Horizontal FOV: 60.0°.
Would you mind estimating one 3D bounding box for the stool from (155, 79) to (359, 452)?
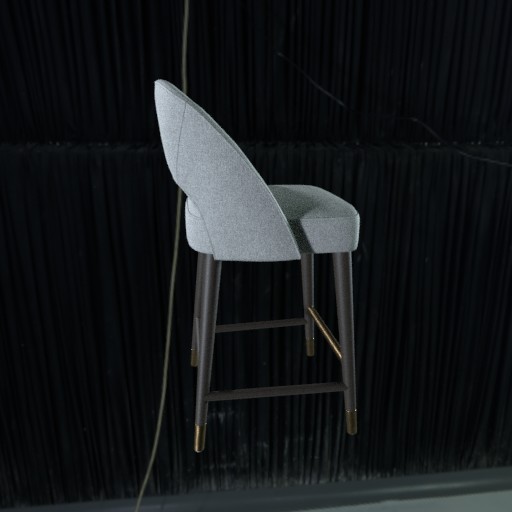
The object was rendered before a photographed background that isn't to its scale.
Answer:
[{"bbox_3d":[0.000,0.000,1.279,0.509,0.940,0.494,-3,18,-9],"label":"stool"}]
